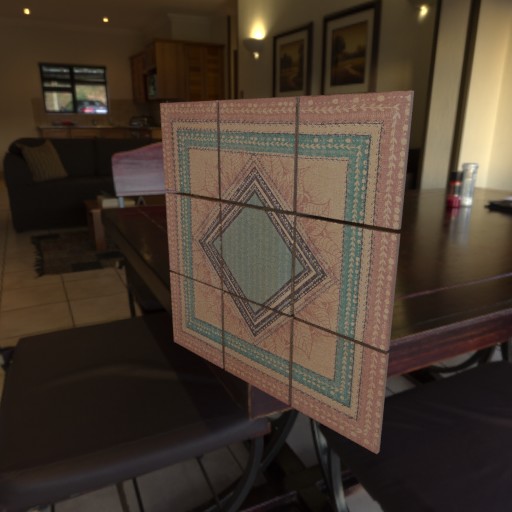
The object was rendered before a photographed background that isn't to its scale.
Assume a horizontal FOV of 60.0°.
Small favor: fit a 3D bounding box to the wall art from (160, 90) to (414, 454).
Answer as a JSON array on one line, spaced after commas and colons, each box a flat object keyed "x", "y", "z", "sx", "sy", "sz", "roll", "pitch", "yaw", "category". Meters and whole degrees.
[{"x": 0.000, "y": 0.000, "z": 1.365, "sx": 0.915, "sy": 0.914, "sz": 0.013, "roll": 16, "pitch": 23, "yaw": 42, "category": "wall art"}]
